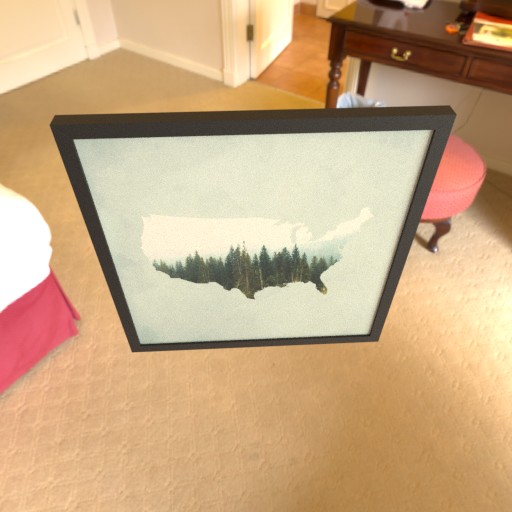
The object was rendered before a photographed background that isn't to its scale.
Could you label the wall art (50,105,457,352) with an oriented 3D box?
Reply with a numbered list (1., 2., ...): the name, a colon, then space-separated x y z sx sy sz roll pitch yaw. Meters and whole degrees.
1. wall art: 0.000 0.000 1.113 0.763 0.763 0.038 -2 45 -2
